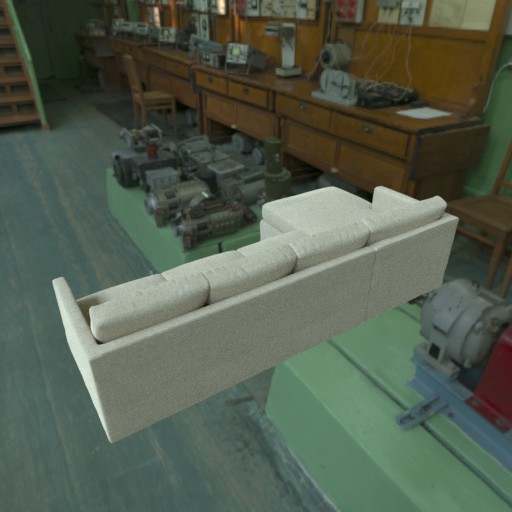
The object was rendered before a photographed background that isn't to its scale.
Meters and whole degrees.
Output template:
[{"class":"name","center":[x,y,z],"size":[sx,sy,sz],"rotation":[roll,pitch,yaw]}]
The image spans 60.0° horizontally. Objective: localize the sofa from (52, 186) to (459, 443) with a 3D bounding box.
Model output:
[{"class":"sofa","center":[0.000,0.000,3.829],"size":[3.205,0.922,1.650],"rotation":[-18,35,-28]}]
